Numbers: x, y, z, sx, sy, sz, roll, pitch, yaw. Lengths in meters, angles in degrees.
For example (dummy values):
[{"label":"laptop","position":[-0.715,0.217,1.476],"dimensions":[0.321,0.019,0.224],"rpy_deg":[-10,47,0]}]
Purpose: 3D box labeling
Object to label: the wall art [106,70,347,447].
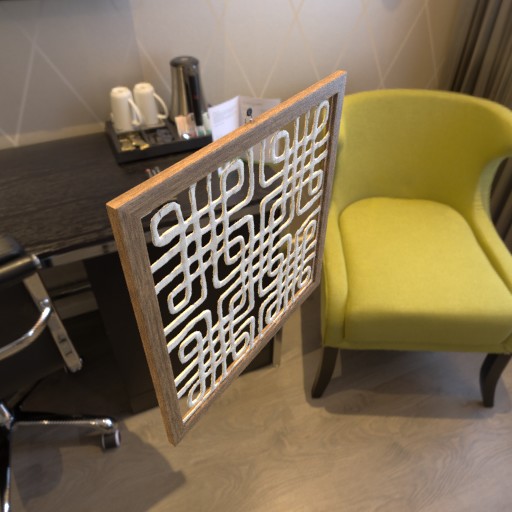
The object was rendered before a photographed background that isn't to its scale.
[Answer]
[{"label":"wall art","position":[0.000,0.000,0.848],"dimensions":[0.021,0.582,0.561],"rpy_deg":[25,47,26]}]
